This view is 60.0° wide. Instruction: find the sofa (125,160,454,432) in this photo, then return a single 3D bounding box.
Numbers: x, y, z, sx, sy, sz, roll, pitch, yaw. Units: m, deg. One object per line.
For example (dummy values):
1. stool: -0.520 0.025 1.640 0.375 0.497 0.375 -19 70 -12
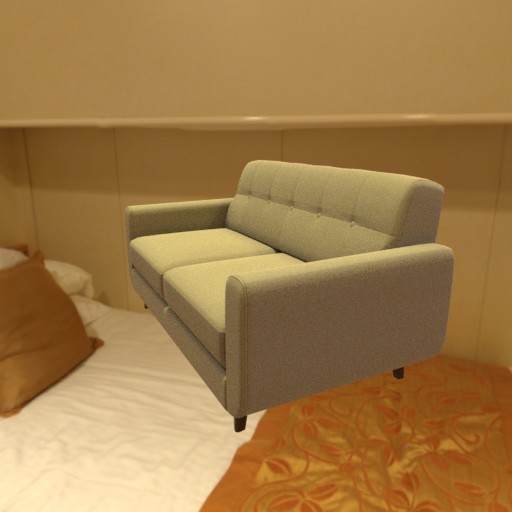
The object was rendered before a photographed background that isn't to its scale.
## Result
1. sofa: 0.000 0.000 2.246 0.980 0.892 1.655 -8 17 -26
